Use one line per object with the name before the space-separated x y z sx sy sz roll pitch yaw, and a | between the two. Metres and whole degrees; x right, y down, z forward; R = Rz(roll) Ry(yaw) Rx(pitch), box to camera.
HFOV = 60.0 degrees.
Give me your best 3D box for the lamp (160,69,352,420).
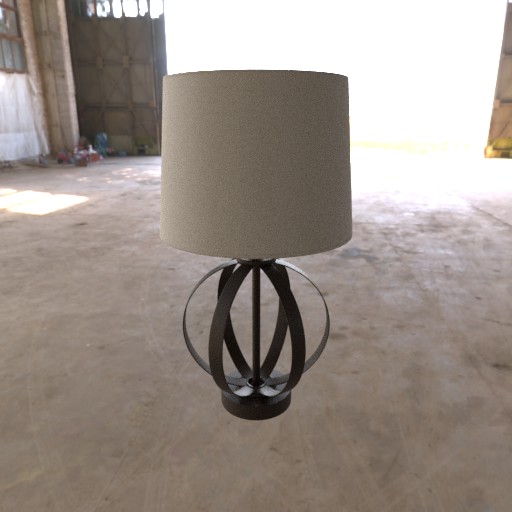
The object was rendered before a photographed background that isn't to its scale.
lamp | 0.000 0.000 0.685 0.286 0.510 0.286 0 17 0
